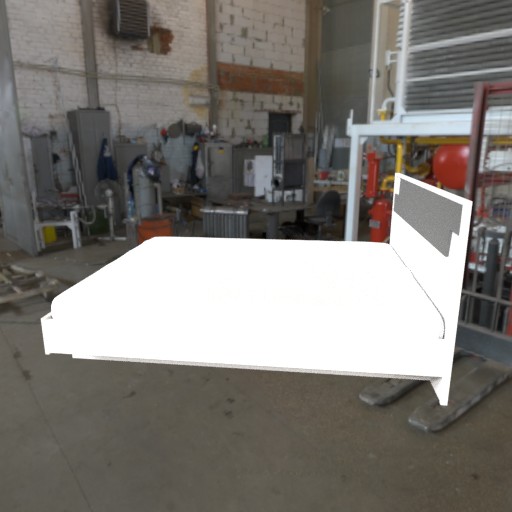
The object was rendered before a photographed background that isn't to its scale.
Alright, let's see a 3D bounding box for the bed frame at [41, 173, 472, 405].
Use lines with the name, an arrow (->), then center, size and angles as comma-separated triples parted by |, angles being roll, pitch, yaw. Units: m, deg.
bed frame -> 0.000, 0.000, 2.989 | 2.100, 1.001, 1.711 | 2, 15, 7
